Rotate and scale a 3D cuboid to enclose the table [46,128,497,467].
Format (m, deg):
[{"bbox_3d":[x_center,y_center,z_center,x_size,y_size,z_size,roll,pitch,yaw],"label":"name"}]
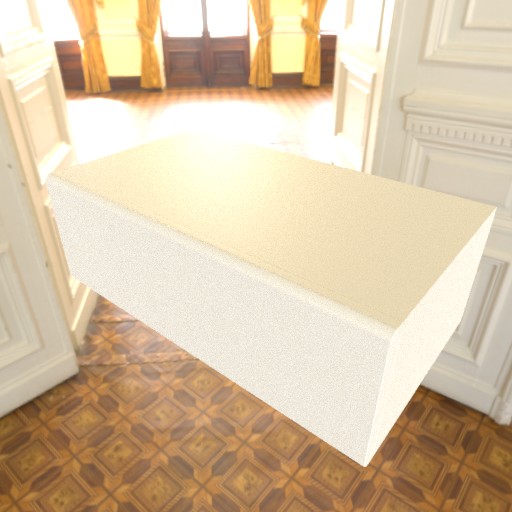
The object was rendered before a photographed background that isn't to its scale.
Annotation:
[{"bbox_3d":[0.000,0.000,1.341,1.097,0.442,0.639,23,39,32],"label":"table"}]
